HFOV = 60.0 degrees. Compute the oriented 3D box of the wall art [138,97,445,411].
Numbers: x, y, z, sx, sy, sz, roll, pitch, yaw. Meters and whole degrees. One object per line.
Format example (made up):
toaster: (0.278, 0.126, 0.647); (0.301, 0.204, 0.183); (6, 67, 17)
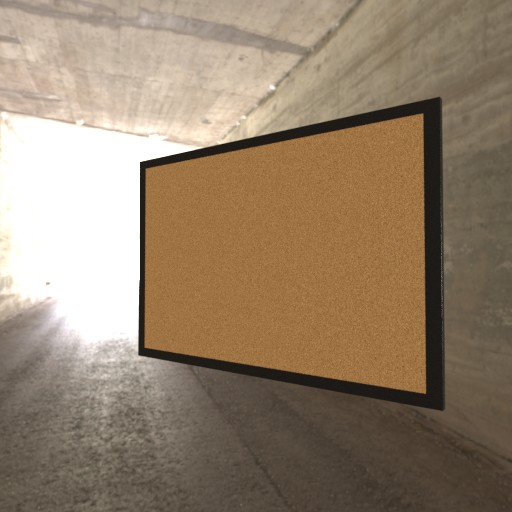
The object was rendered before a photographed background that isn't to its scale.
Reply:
wall art: (0.000, 0.000, 1.025); (0.819, 0.552, 0.015); (-1, -2, 36)
